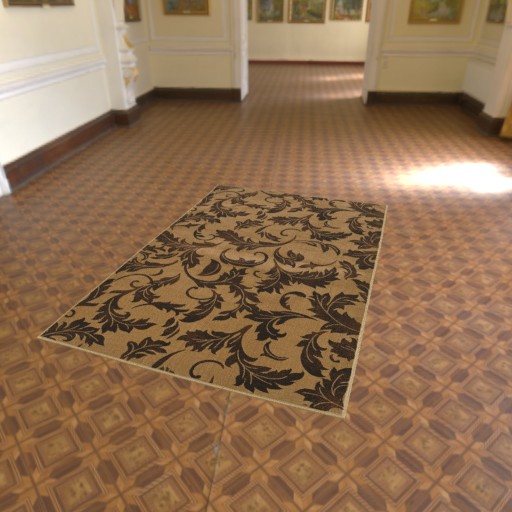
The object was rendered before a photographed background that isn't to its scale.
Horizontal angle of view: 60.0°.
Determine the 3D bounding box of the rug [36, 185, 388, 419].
[{"bbox_3d":[0.000,0.000,2.899,1.522,0.008,2.284,9,31,16],"label":"rug"}]
